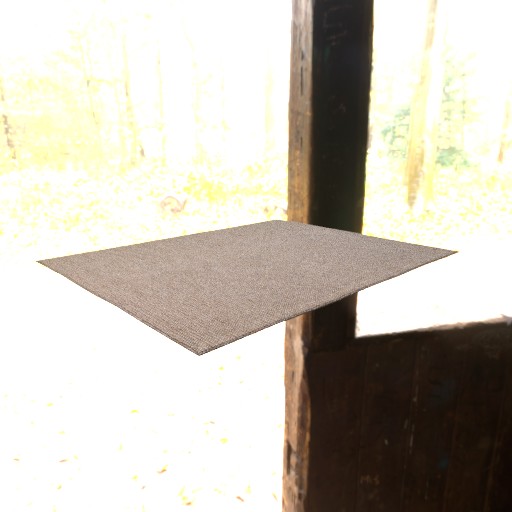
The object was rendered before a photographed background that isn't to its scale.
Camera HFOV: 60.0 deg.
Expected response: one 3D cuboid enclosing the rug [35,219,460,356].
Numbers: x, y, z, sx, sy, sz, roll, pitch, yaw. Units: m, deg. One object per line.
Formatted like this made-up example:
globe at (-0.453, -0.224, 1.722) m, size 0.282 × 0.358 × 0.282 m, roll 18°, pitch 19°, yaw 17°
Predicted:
rug at (0.000, 0.000, 4.025) m, size 3.034 × 0.012 × 2.406 m, roll -14°, pitch 20°, yaw -42°
